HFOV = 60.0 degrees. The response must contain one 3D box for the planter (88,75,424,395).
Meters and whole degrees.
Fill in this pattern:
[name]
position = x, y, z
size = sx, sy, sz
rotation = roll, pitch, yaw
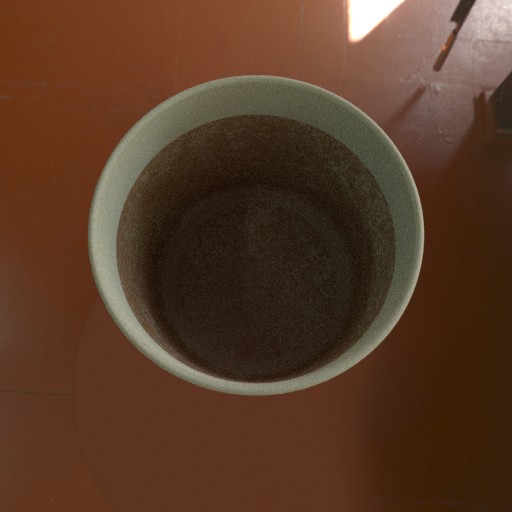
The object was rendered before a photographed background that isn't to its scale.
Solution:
[planter]
position = 0.000, 0.000, 0.275
size = 0.159, 0.138, 0.159
rotation = 0, 75, 0
